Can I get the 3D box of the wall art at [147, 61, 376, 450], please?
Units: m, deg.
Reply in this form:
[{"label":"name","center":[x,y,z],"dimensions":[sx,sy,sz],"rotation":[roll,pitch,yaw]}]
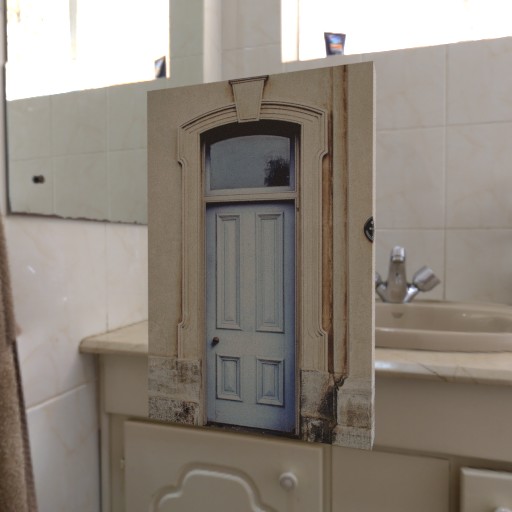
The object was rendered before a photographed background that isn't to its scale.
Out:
[{"label":"wall art","center":[0.000,0.000,0.492],"dimensions":[0.254,0.381,0.038],"rotation":[0,1,19]}]
